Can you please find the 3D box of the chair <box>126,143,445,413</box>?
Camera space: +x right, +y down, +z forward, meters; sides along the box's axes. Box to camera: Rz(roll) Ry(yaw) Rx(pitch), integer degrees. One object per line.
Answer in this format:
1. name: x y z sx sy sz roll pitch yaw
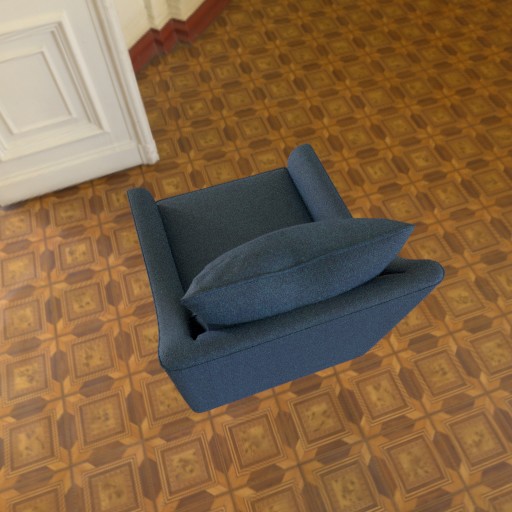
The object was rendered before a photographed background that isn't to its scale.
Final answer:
1. chair: 0.000 0.000 1.567 0.750 0.939 0.870 -17 60 -10
